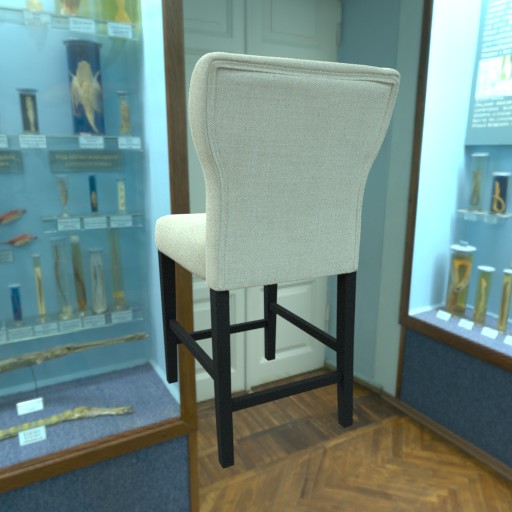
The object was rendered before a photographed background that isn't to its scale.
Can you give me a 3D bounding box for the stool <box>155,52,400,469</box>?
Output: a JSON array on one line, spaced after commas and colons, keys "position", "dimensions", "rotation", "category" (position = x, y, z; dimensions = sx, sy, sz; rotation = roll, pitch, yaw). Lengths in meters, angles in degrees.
[{"position": [0.000, 0.000, 1.290], "dimensions": [0.514, 0.972, 0.603], "rotation": [-6, 14, -26], "category": "stool"}]
